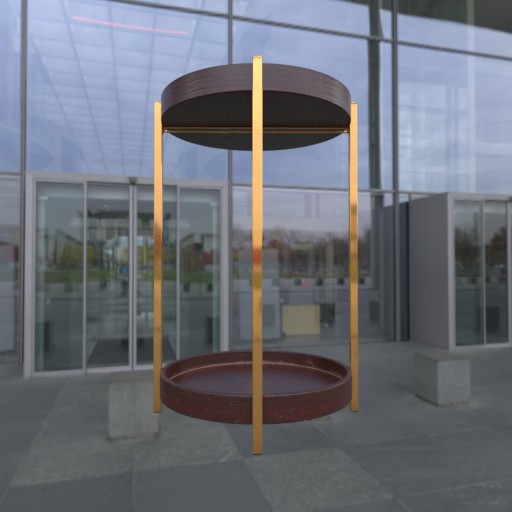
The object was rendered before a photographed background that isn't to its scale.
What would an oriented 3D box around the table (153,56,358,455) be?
[{"bbox_3d":[0.000,0.000,0.877,0.400,0.610,0.400,0,-1,-1],"label":"table"}]
